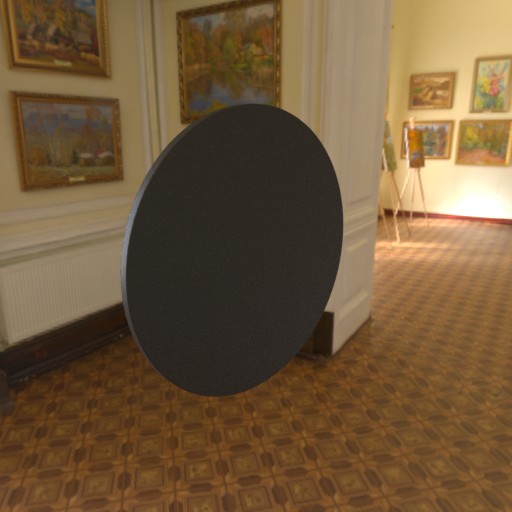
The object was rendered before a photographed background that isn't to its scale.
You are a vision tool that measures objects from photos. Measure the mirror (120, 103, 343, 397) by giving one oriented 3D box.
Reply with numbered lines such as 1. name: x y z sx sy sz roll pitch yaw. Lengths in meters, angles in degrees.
1. mirror: 0.000 0.000 1.656 1.077 1.077 0.036 -15 21 -42
